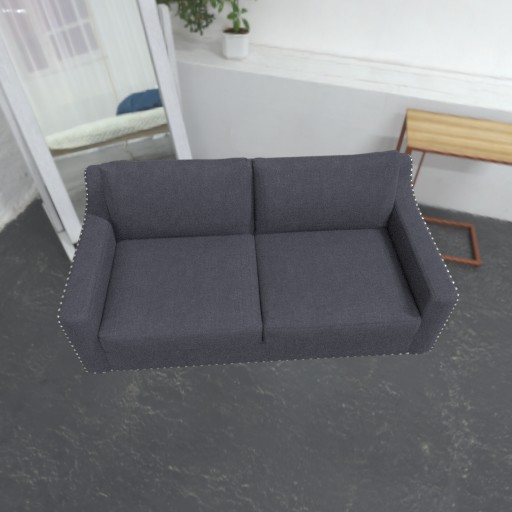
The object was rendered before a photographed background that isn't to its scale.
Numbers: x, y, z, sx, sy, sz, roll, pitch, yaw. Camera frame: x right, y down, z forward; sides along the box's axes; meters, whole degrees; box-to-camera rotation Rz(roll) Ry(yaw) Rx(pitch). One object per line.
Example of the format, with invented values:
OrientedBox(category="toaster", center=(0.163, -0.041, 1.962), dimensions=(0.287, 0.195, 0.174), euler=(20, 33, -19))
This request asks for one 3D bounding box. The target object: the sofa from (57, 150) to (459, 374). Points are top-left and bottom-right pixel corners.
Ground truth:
OrientedBox(category="sofa", center=(0.000, 0.000, 3.317), dimensions=(2.550, 1.196, 1.336), euler=(-3, 47, -3))
